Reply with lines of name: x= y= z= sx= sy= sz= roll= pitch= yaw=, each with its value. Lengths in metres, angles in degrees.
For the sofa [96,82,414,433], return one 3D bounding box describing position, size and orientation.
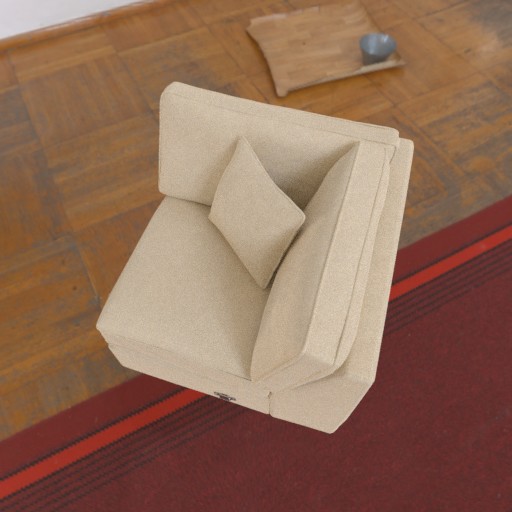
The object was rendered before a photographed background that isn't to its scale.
sofa: x=0.000 y=0.000 z=1.962 sx=1.084 sy=1.002 sz=1.146 roll=15 pitch=59 yaw=9
